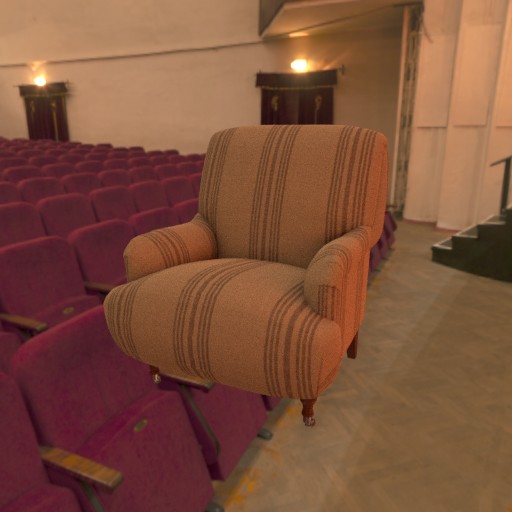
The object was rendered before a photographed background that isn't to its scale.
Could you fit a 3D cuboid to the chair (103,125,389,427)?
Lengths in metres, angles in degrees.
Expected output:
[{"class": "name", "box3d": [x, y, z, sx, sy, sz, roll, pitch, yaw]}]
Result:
[{"class": "chair", "box3d": [0.000, 0.000, 1.636, 0.813, 0.940, 0.914, 7, 17, 24]}]
